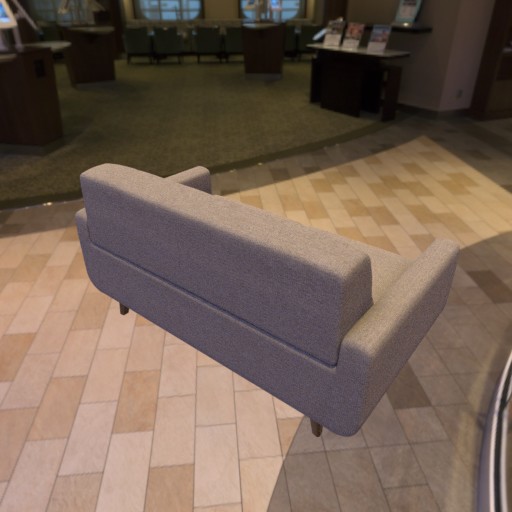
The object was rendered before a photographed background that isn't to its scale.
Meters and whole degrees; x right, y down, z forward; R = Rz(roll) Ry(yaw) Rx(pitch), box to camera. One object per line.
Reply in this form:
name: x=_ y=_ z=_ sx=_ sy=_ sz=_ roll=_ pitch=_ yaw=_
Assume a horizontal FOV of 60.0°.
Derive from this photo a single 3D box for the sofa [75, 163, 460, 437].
sofa: x=0.000 y=0.000 z=2.166 sx=1.631 sy=0.841 sz=0.909 roll=22 pitch=37 yaw=32
